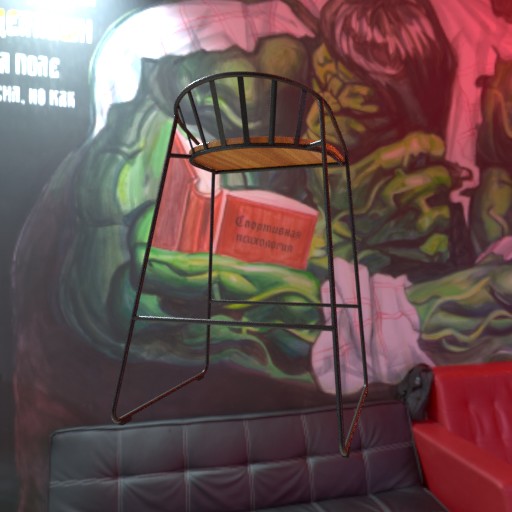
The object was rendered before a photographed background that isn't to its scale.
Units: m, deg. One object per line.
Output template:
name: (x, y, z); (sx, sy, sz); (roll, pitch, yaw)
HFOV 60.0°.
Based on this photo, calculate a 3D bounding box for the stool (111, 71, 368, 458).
stool: (0.000, 0.000, 1.189); (0.546, 0.812, 0.521); (0, 0, 19)
